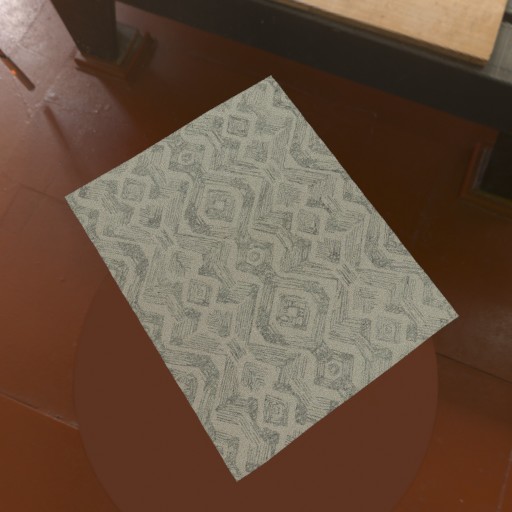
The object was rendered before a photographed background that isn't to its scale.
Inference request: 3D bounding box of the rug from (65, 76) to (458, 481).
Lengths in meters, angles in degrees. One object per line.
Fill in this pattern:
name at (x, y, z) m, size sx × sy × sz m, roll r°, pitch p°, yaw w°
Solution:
rug at (0.000, 0.000, 4.152) m, size 2.430 × 0.030 × 3.054 m, roll -33°, pitch 78°, yaw -8°
